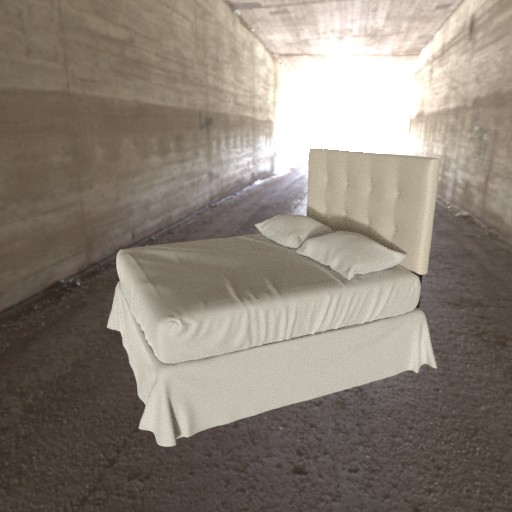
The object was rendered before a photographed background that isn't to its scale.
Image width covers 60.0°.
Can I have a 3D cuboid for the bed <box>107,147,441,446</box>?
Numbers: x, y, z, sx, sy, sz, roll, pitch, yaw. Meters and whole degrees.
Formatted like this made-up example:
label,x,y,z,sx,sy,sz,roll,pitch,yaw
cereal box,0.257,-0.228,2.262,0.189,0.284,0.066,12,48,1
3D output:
label,x,y,z,sx,sy,sz,roll,pitch,yaw
bed,0.000,0.000,3.536,2.222,1.577,1.936,-7,18,-23
